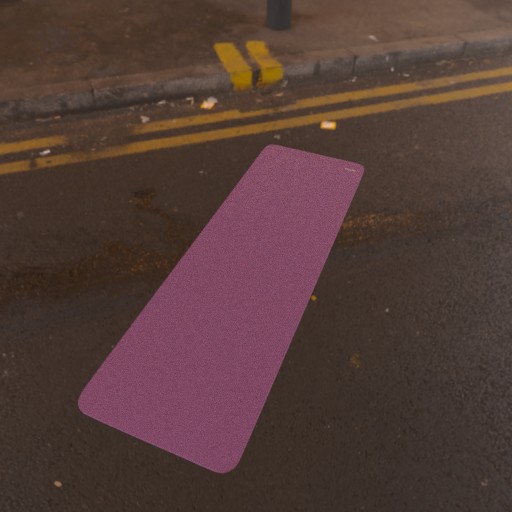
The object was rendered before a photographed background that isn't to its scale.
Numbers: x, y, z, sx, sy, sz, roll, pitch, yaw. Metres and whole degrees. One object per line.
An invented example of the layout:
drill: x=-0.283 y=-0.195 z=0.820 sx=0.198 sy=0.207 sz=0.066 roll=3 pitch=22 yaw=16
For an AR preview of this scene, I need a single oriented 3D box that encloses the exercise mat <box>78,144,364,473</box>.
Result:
exercise mat: x=0.000 y=0.000 z=2.070 sx=0.616 sy=0.021 sz=1.869 roll=17 pitch=48 yaw=16
